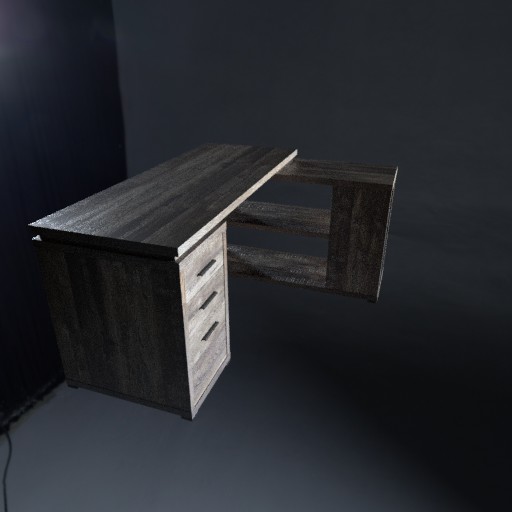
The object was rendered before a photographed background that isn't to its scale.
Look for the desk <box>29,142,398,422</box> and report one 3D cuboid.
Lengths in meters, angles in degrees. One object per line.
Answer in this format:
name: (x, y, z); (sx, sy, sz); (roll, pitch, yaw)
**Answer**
desk: (0.000, 0.000, 2.227); (1.200, 0.753, 1.524); (9, 27, 17)
